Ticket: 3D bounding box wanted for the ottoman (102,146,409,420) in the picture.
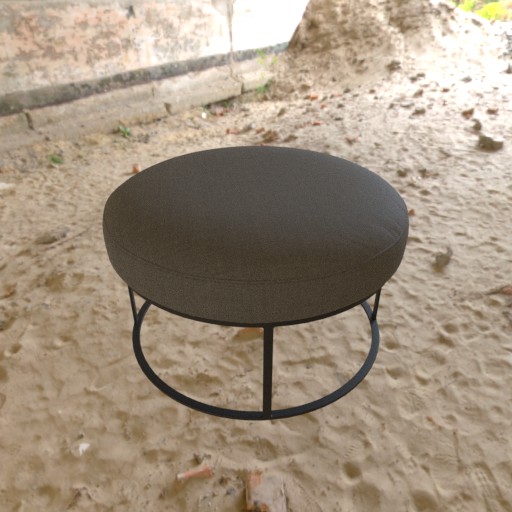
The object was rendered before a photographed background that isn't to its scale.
[{"bbox_3d":[0.000,0.000,1.230,0.772,0.460,0.772,0,31,0],"label":"ottoman"}]
